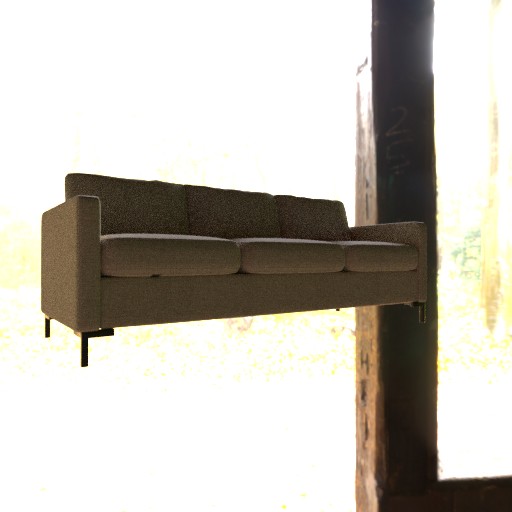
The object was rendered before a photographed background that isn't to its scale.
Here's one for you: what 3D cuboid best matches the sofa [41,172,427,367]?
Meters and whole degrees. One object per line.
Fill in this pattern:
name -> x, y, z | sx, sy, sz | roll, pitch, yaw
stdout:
sofa -> 0.000, 0.000, 2.647 | 2.218, 0.874, 0.859 | 0, -1, -35
